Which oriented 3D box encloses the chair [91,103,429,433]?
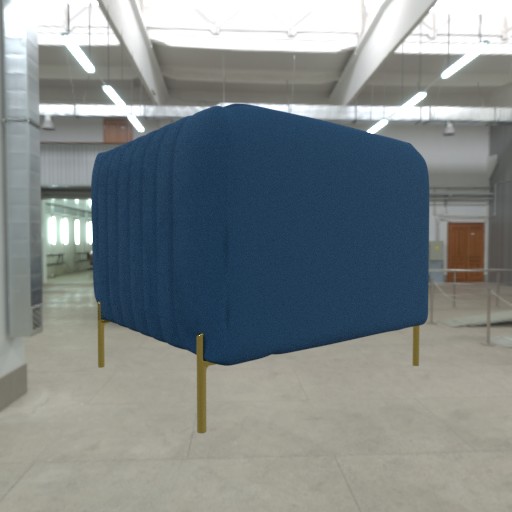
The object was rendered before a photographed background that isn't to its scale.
[{"bbox_3d":[0.000,0.000,1.599,0.947,0.793,0.877,-2,2,-38],"label":"chair"}]
